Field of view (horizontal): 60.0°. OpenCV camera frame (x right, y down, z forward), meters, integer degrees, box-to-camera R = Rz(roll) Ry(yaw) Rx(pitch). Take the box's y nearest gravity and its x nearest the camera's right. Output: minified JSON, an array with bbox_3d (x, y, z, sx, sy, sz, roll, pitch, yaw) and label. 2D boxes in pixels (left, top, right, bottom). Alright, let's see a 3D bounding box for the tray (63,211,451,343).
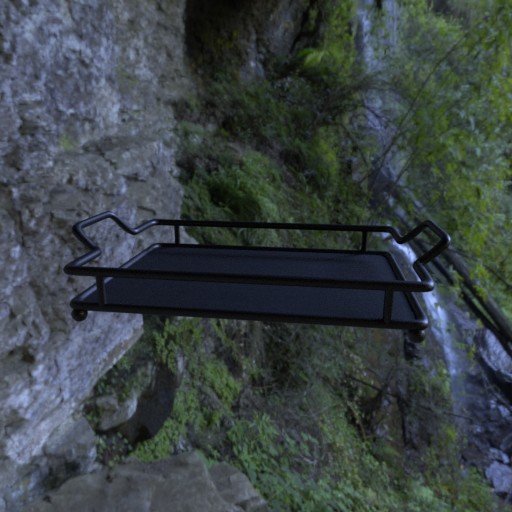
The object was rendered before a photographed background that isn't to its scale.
[{"bbox_3d":[0.000,0.000,0.632,0.495,0.101,0.297,2,16,8],"label":"tray"}]
